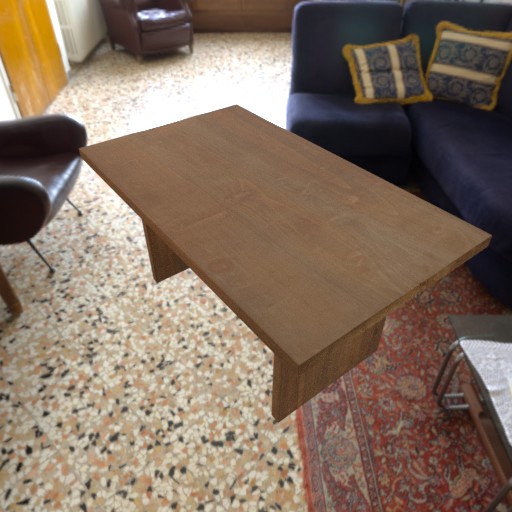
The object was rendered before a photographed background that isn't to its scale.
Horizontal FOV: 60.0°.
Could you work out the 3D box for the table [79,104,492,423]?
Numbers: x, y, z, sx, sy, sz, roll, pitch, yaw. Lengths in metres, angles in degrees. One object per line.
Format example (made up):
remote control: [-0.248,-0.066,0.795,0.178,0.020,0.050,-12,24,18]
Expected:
table: [0.000,0.000,2.139,0.946,0.780,1.609,-26,46,-28]
